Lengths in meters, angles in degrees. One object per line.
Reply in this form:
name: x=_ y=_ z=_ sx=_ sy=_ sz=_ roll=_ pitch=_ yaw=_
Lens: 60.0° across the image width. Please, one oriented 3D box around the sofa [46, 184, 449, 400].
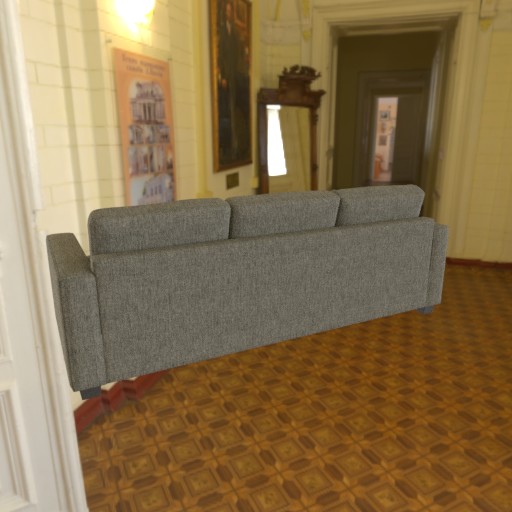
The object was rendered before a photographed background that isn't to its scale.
sofa: x=0.000 y=0.000 z=2.576 sx=2.160 sy=0.800 sz=0.900 roll=-8 pitch=17 yaw=-26
